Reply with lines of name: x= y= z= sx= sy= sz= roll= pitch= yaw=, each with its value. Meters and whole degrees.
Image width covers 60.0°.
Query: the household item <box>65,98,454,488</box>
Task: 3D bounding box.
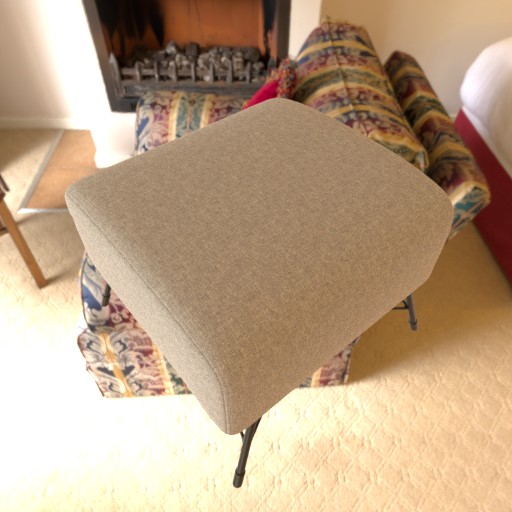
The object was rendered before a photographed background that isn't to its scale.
household item: x=0.000 y=0.000 z=0.883 sx=0.530 sy=0.410 sz=0.530 roll=-32 pitch=55 yaw=-26
